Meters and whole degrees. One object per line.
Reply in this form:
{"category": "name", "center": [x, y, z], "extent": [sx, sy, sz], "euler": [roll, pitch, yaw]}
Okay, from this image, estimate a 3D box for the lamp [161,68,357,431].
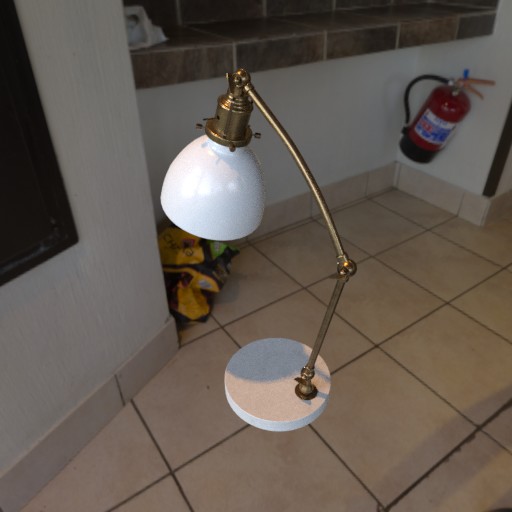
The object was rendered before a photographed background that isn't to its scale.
{"category": "lamp", "center": [0.000, 0.000, 0.667], "extent": [0.317, 0.522, 0.186], "euler": [23, 41, 29]}
